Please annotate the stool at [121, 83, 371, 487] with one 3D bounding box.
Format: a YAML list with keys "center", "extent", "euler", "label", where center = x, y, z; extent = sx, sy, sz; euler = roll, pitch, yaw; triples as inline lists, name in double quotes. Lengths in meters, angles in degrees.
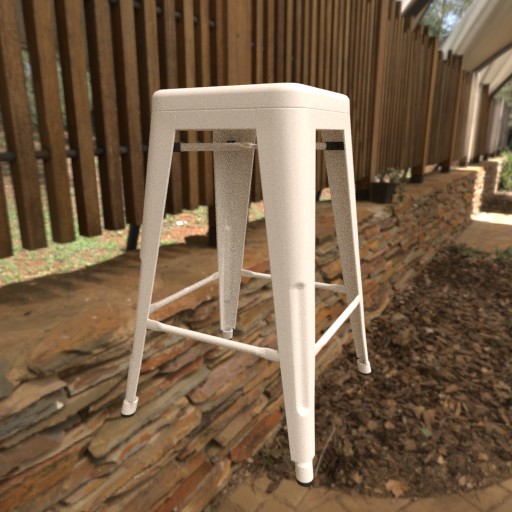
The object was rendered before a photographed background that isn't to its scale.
- center: [0.000, 0.000, 0.880]
  extent: [0.406, 0.610, 0.406]
  euler: [8, 17, 27]
  label: "stool"
